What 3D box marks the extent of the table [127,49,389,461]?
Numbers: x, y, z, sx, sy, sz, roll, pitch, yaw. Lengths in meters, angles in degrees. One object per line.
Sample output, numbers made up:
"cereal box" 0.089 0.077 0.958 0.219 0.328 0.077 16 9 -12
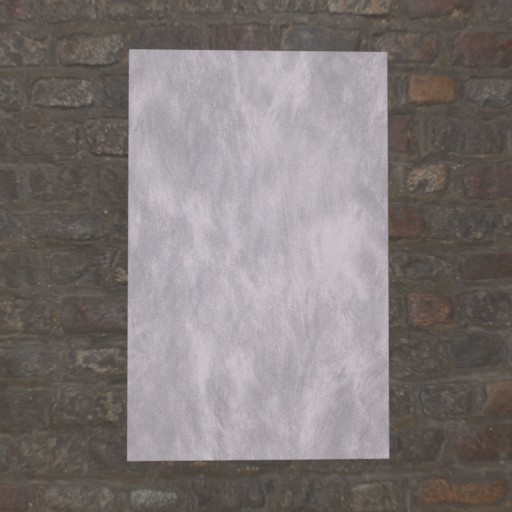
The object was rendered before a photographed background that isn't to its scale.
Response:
"table" 0.000 0.000 1.556 0.700 0.734 1.100 0 89 -1
